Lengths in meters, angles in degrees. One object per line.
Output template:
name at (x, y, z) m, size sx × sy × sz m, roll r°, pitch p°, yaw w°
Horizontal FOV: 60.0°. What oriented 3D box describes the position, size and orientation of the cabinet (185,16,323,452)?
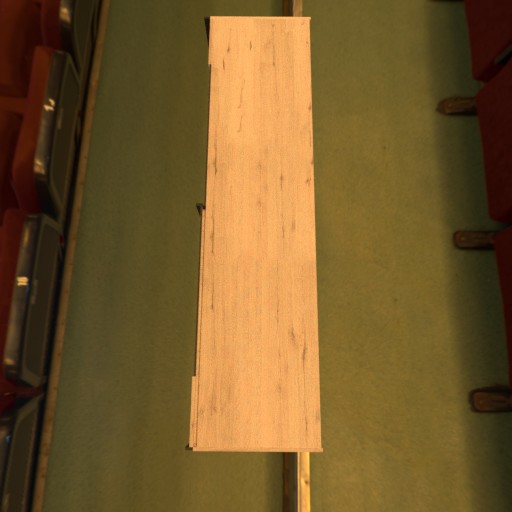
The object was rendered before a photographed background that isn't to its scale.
cabinet at (0.000, 0.000, 3.488) m, size 0.660 × 2.180 × 2.500 m, roll 0°, pitch 75°, yaw 0°
